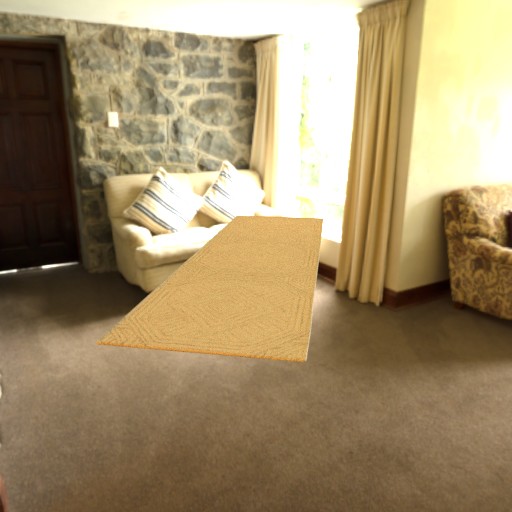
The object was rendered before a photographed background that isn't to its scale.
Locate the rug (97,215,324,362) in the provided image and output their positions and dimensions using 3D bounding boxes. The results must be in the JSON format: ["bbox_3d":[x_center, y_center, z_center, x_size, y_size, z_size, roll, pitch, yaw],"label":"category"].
[{"bbox_3d":[0.000,0.000,2.726,0.775,0.012,2.452,3,17,9],"label":"rug"}]
